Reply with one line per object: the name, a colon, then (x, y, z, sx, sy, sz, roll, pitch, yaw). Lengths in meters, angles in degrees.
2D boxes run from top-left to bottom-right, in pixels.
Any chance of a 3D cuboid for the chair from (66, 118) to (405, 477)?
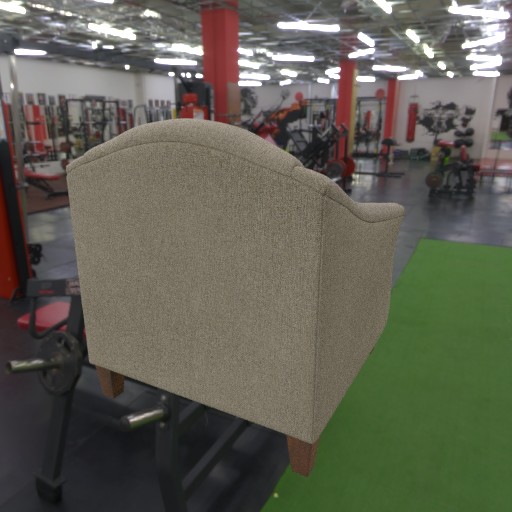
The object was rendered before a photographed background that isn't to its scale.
chair: (0.000, 0.000, 1.422, 0.763, 0.839, 0.787, 9, 19, 28)
